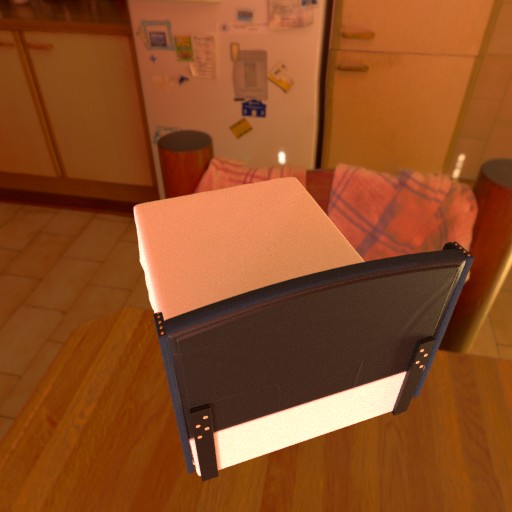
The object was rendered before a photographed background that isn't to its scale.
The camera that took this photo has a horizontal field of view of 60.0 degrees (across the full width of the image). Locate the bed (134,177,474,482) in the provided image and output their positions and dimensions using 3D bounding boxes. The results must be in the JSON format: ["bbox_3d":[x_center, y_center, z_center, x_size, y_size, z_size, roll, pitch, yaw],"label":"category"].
[{"bbox_3d":[0.000,0.000,3.201,1.604,1.402,2.223,-12,42,-14],"label":"bed"}]
